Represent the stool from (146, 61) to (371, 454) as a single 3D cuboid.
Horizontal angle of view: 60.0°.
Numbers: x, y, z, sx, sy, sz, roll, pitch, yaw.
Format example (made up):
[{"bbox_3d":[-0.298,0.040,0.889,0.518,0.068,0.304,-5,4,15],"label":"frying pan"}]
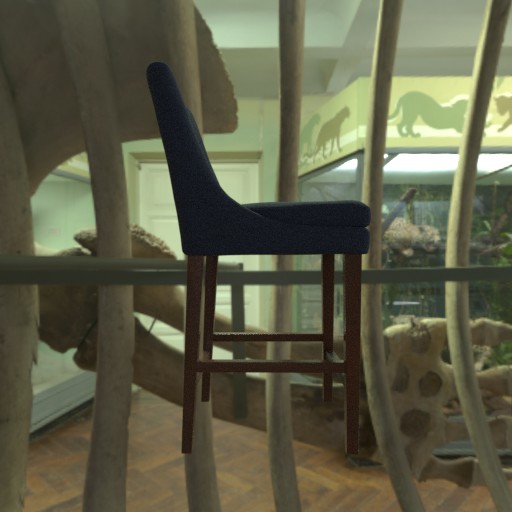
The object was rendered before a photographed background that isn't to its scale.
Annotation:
[{"bbox_3d":[0.000,0.000,1.305,0.577,0.981,0.470,0,0,0],"label":"stool"}]
